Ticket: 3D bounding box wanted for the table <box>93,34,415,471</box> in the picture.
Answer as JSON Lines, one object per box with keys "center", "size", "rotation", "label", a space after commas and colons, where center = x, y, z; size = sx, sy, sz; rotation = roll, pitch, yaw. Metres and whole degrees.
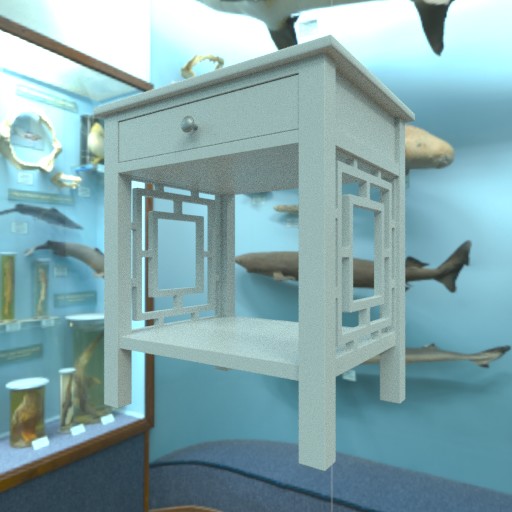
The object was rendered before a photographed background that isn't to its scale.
{"center": [0.000, 0.000, 0.978], "size": [0.564, 0.646, 0.451], "rotation": [0, 0, 35], "label": "table"}
